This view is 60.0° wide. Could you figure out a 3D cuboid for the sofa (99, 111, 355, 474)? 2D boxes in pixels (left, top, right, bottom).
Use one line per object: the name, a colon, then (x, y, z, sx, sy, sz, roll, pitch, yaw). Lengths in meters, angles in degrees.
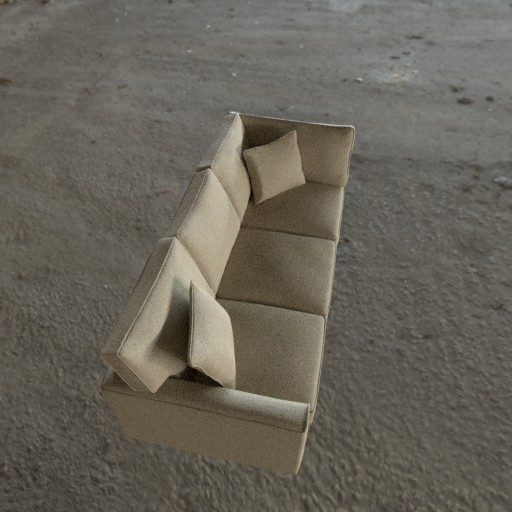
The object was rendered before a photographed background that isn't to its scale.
sofa: (0.000, 0.000, 2.919, 1.061, 0.962, 2.317, 9, 47, 8)
